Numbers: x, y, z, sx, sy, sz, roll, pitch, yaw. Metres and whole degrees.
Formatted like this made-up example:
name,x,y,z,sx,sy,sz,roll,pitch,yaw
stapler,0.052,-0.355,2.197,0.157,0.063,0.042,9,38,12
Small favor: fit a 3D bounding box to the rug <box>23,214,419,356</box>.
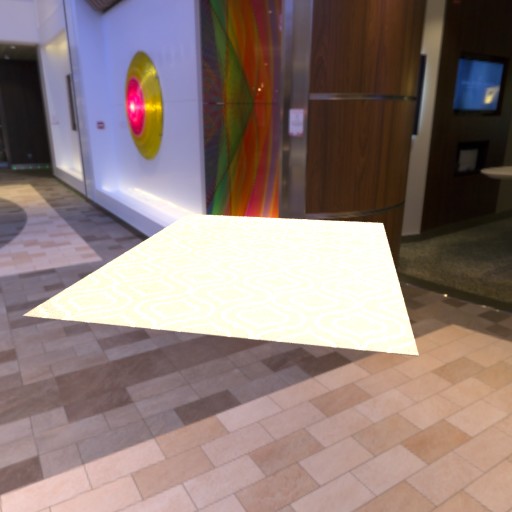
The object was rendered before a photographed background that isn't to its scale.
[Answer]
name,x,y,z,sx,sy,sz,roll,pitch,yaw
rug,0.000,0.000,3.809,2.283,0.006,2.892,4,18,11
